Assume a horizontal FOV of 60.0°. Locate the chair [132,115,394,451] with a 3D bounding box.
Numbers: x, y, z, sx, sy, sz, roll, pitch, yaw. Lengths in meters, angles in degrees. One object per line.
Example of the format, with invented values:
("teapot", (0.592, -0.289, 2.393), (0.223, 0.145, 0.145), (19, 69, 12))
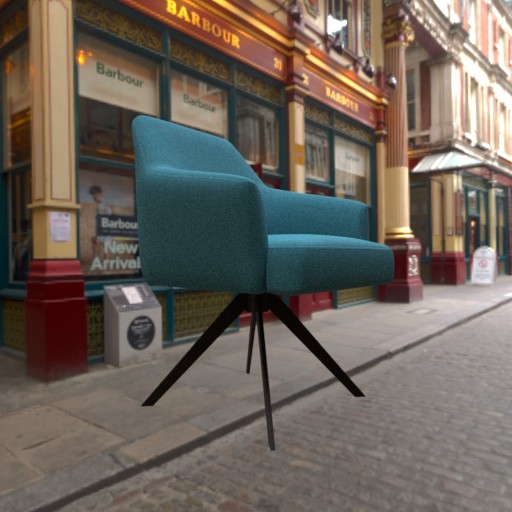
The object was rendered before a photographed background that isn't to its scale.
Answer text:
("chair", (0.000, 0.000, 1.338), (0.677, 0.874, 0.642), (0, 0, 38))
